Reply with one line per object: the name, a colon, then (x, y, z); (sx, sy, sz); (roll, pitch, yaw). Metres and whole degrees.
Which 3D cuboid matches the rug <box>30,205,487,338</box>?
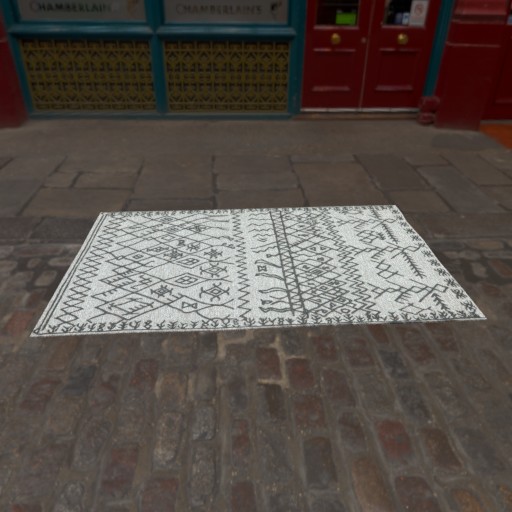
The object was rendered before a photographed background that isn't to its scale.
rug: (0.000, 0.000, 4.721); (3.824, 0.019, 2.393); (-2, 31, -3)
